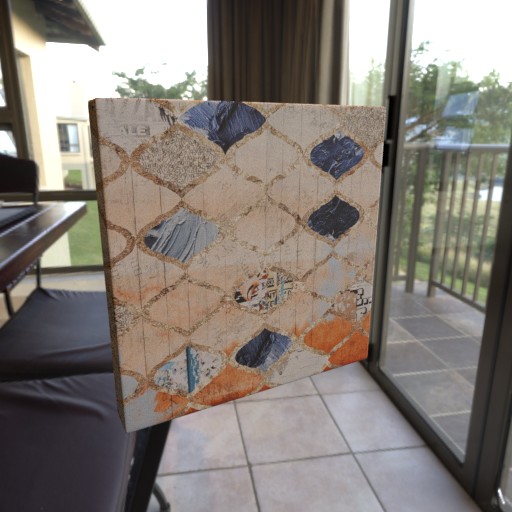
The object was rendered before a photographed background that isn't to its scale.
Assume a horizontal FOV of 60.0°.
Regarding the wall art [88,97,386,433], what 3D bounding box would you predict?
[{"bbox_3d":[0.000,0.000,0.466,0.303,0.304,0.036,-8,18,-28],"label":"wall art"}]
